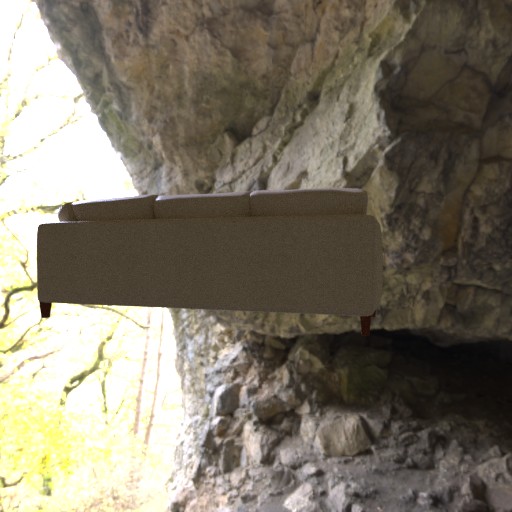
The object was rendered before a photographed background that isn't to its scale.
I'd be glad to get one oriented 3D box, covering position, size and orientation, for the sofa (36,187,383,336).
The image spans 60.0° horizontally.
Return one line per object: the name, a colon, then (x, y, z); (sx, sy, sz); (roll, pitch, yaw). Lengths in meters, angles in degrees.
sofa: (0.000, 0.000, 4.605); (2.593, 0.947, 3.302); (0, 0, 18)
